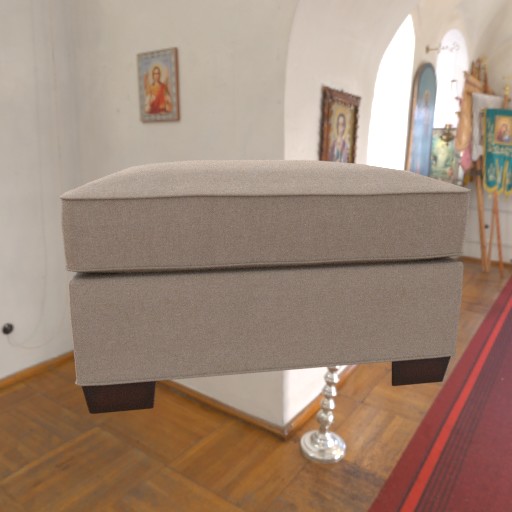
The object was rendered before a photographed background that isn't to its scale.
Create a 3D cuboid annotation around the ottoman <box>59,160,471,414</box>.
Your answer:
[{"bbox_3d":[0.000,0.000,1.199,0.846,0.503,0.617,-2,14,-9],"label":"ottoman"}]
